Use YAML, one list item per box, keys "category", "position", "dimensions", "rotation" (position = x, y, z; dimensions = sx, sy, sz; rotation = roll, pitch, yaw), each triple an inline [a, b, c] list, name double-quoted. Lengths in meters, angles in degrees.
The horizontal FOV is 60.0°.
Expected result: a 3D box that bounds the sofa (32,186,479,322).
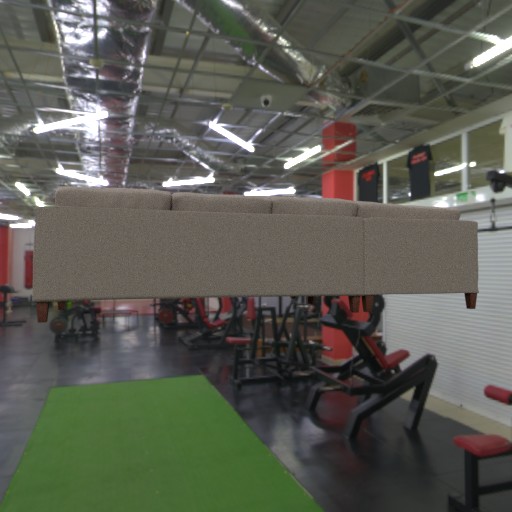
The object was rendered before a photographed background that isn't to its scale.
- category: "sofa"
  position: [0.000, 0.000, 3.792]
  dimensions: [3.186, 0.846, 1.625]
  rotation: [0, -2, -16]
